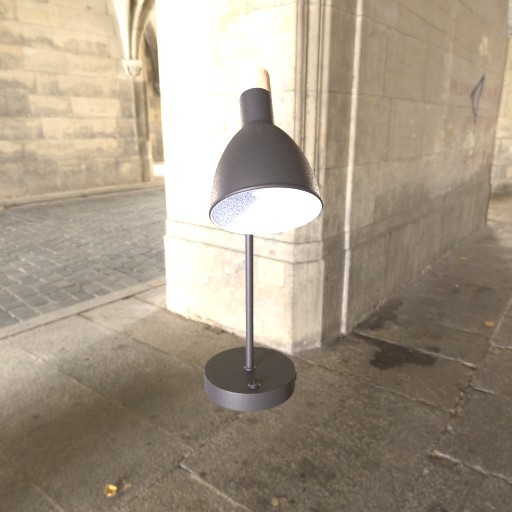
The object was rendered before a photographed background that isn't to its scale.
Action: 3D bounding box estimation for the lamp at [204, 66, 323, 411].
[{"bbox_3d":[0.000,0.000,0.610,0.152,0.483,0.287,-2,16,-8],"label":"lamp"}]
